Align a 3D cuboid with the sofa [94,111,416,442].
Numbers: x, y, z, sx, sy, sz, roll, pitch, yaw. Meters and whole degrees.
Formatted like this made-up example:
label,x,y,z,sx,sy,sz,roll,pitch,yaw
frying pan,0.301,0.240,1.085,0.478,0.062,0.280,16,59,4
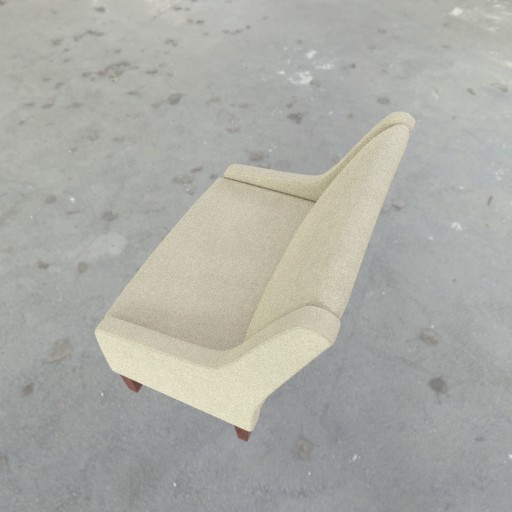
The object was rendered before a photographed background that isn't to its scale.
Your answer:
label,x,y,z,sx,sy,sz,roll,pitch,yaw
sofa,0.000,0.000,1.941,0.946,0.976,1.212,18,49,16
